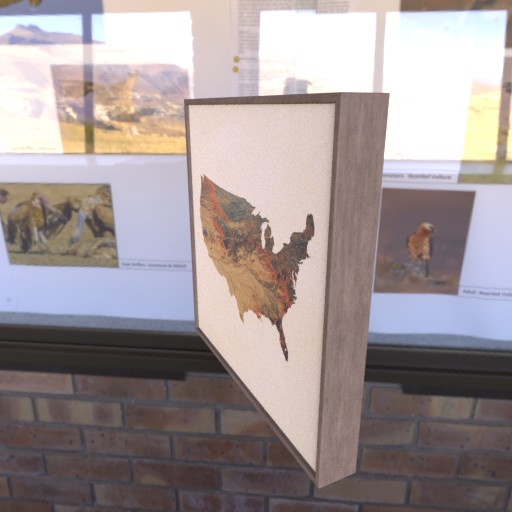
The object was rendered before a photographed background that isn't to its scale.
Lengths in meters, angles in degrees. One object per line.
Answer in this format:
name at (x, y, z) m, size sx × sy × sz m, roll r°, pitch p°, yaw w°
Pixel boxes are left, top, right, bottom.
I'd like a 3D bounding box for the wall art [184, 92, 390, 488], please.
wall art at (0.000, 0.000, 0.447) m, size 0.038 × 0.302 × 0.303 m, roll -9°, pitch 21°, yaw -25°
